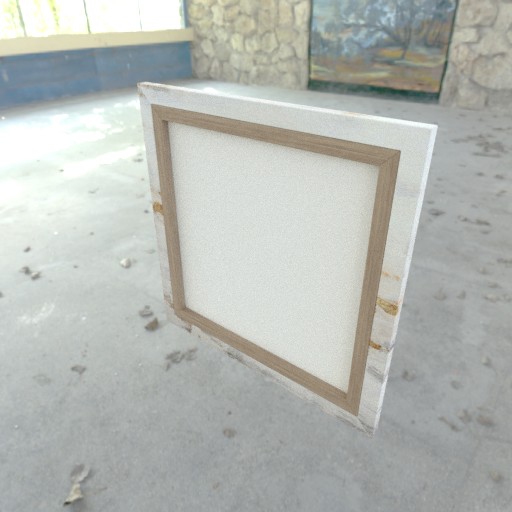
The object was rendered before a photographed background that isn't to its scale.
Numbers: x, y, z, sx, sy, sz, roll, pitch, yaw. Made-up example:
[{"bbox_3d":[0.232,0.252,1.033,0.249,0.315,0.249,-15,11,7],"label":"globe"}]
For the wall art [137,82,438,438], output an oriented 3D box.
[{"bbox_3d":[0.000,0.000,1.507,1.015,1.018,0.040,22,36,33],"label":"wall art"}]
